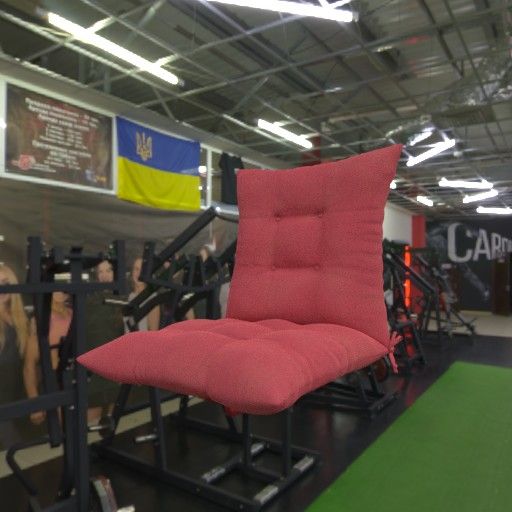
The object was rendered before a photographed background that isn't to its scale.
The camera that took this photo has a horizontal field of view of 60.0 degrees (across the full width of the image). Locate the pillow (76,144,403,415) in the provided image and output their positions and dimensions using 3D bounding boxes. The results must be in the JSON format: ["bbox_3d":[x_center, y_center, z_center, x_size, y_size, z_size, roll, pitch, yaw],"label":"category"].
[{"bbox_3d":[0.000,0.000,1.001,0.541,0.536,0.585,-1,-1,36],"label":"pillow"}]
